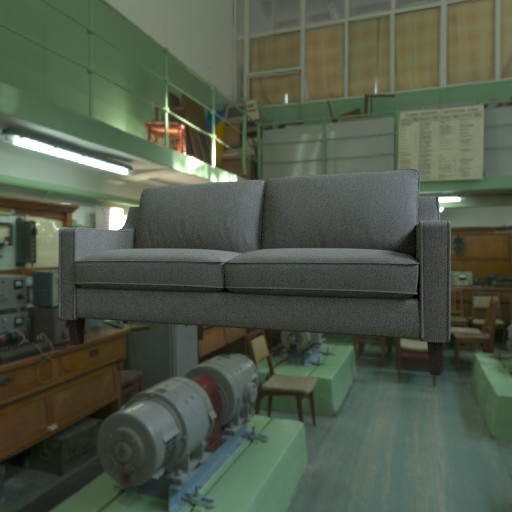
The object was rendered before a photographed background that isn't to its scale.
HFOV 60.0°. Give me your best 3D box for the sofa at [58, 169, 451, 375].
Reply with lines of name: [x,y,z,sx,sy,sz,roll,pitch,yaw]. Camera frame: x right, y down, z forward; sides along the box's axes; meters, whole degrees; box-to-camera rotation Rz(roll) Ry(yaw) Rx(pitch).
sofa: [0.000,0.000,2.800,2.181,1.074,1.073,0,1,18]
